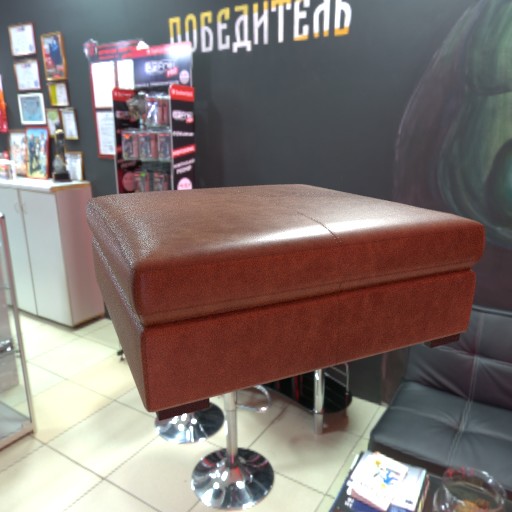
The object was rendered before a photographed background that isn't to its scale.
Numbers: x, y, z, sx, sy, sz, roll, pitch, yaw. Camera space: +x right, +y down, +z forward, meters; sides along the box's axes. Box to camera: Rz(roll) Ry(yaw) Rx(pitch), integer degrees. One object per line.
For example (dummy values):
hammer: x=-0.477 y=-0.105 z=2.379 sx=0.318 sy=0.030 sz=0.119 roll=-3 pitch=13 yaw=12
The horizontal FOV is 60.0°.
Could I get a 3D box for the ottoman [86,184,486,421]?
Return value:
ottoman: x=0.000 y=0.000 z=1.782 sx=1.168 sy=0.483 sz=1.169 roll=-7 pitch=17 yaw=-24
